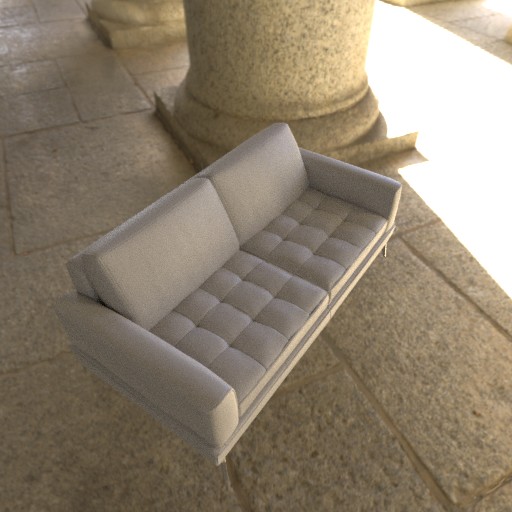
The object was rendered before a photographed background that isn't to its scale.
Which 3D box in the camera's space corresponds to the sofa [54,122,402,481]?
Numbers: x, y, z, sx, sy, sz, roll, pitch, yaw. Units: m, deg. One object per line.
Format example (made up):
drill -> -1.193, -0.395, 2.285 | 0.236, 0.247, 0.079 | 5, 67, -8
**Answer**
sofa -> 0.000, 0.000, 2.784 | 1.121, 0.930, 2.177 | 26, 49, 25
